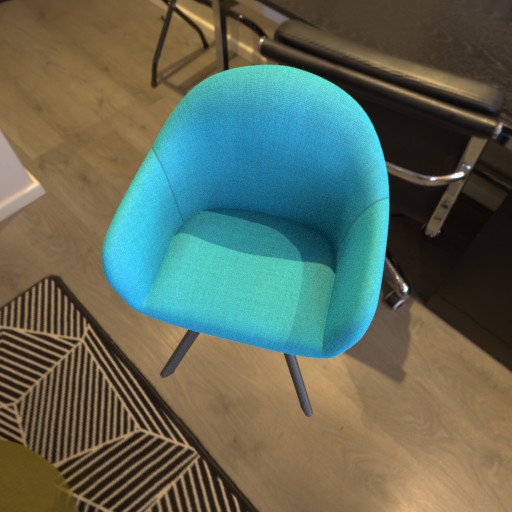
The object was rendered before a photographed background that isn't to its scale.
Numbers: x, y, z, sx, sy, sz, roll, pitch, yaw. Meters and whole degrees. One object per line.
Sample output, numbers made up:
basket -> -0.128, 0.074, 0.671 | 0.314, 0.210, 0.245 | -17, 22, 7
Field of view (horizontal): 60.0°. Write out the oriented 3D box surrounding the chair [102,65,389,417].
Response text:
chair -> 0.000, 0.000, 1.179 | 0.590, 0.795, 0.550 | 13, 59, 8
